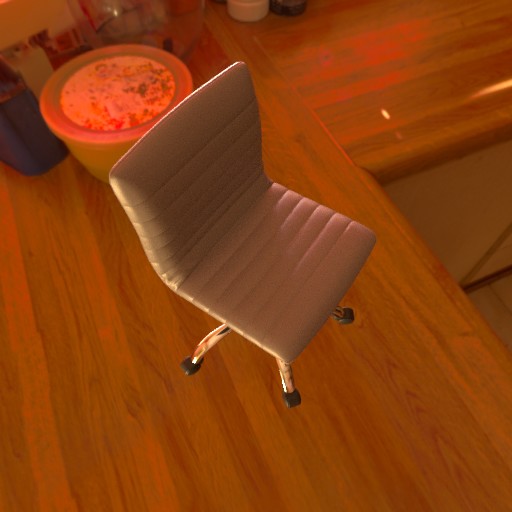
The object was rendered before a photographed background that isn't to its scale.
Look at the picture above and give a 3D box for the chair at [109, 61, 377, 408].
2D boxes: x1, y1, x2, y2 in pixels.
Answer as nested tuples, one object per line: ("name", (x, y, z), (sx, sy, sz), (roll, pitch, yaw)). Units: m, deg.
("chair", (0.000, 0.000, 1.120), (0.542, 0.750, 0.569), (32, 64, 18))
